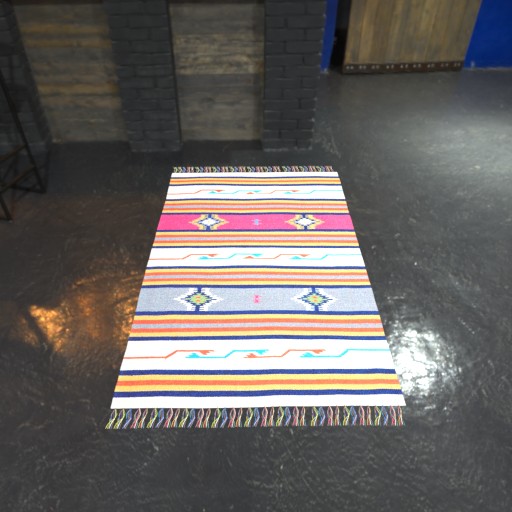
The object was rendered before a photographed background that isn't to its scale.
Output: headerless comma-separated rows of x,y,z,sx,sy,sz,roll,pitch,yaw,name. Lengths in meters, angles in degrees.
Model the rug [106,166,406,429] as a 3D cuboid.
0.000,0.000,2.257,1.084,0.013,1.849,0,40,0,rug
